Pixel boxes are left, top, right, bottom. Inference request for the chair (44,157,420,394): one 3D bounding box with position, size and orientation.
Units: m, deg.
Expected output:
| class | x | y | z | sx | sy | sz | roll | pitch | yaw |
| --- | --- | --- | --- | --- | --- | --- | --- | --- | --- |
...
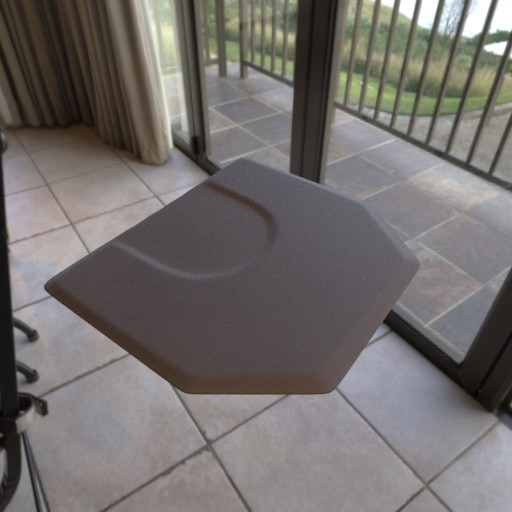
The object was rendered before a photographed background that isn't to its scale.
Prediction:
| class | x | y | z | sx | sy | sz | roll | pitch | yaw |
| --- | --- | --- | --- | --- | --- | --- | --- | --- | --- |
| chair | 0.000 | 0.000 | 1.963 | 1.219 | 0.024 | 1.372 | 26 | 48 | 27 |
